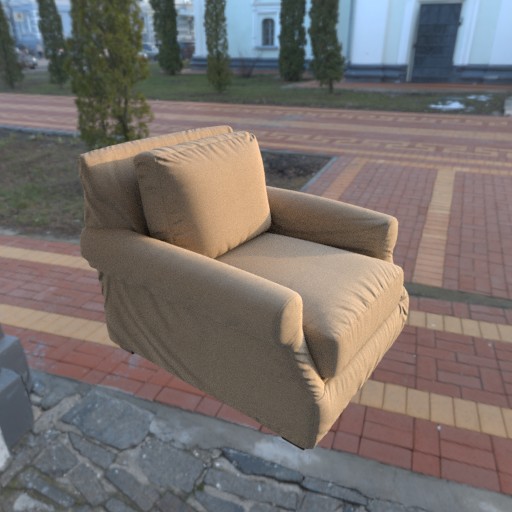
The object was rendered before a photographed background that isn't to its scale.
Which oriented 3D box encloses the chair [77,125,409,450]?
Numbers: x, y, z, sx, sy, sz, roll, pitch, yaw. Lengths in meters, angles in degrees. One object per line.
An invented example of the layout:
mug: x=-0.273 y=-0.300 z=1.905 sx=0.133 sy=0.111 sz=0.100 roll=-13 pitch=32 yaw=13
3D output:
chair: x=0.000 y=0.000 z=1.775 sx=1.066 sy=0.866 sz=0.940 roll=17 pitch=30 yaw=32
